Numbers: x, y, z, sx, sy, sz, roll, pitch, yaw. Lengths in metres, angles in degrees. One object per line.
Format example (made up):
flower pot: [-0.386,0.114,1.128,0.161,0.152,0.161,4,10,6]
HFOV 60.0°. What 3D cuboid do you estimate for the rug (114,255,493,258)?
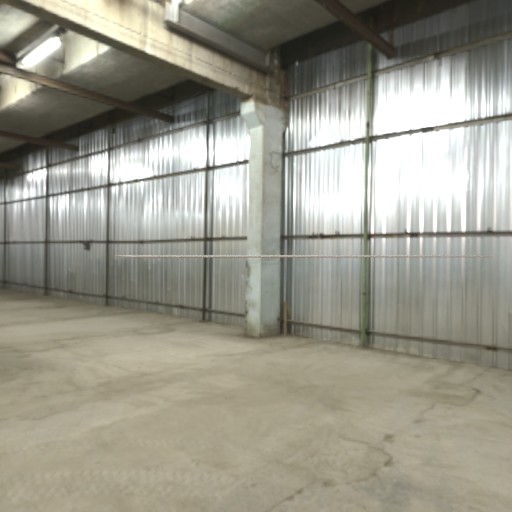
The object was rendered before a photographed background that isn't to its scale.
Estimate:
rug: [0.000,0.000,4.017,2.363,0.012,2.980,0,0,-19]
